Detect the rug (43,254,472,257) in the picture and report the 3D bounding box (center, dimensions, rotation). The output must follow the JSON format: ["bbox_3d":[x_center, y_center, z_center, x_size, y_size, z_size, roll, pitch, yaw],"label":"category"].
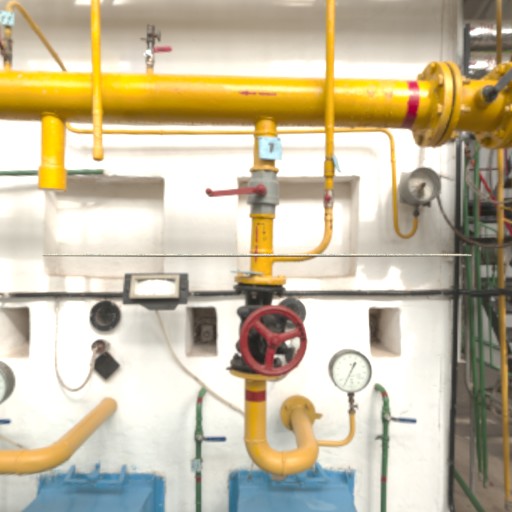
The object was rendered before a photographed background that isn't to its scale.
[{"bbox_3d":[0.000,0.000,3.924,2.363,0.012,2.980,0,0,0],"label":"rug"}]
